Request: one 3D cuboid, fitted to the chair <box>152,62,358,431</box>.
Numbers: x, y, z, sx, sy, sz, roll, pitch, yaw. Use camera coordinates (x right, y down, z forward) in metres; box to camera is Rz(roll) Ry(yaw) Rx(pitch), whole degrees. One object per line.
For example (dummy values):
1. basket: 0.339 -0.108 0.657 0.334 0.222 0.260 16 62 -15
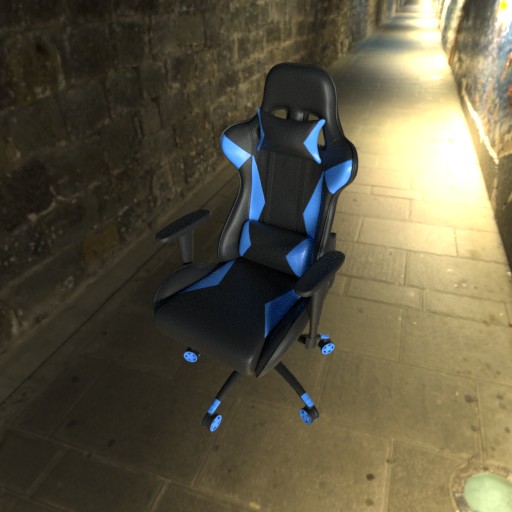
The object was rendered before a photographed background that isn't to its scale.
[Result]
1. chair: 0.000 0.000 1.673 0.695 1.282 0.730 19 37 28
